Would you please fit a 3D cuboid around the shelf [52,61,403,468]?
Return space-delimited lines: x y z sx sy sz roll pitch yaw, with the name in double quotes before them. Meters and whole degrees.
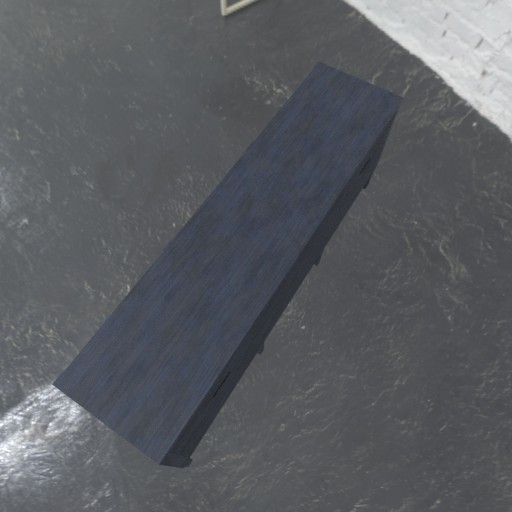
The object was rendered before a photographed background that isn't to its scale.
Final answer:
"shelf" 0.000 0.000 2.132 0.471 0.715 1.878 30 67 14
